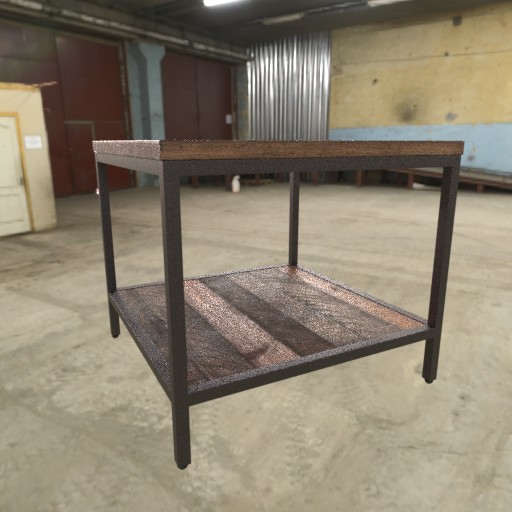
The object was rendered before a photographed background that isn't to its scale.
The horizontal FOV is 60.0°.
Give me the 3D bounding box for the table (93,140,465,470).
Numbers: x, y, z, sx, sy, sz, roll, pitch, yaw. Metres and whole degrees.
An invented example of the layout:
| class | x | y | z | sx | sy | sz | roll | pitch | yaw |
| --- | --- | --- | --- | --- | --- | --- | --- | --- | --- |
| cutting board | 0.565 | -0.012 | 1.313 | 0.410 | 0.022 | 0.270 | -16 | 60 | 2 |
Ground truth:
| class | x | y | z | sx | sy | sz | roll | pitch | yaw |
| --- | --- | --- | --- | --- | --- | --- | --- | --- | --- |
| table | 0.000 | 0.000 | 0.958 | 0.553 | 0.482 | 0.548 | -7 | 16 | -27 |
